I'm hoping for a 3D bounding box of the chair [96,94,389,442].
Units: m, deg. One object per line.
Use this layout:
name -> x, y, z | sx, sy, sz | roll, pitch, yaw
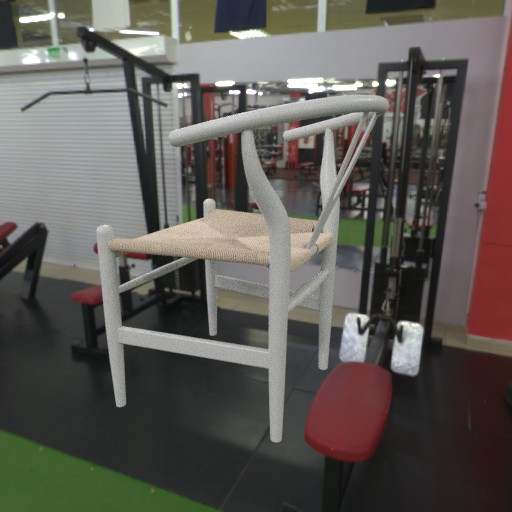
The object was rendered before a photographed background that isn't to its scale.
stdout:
chair -> 0.000, 0.000, 1.100 | 0.579, 0.730, 0.569 | 7, 17, 25
